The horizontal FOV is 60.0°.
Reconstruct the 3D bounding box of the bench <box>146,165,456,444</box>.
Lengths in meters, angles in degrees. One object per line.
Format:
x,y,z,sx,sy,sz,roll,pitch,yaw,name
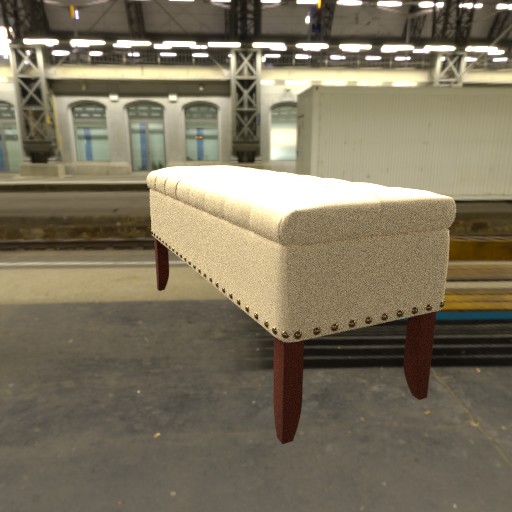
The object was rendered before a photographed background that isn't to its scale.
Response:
0.000,0.000,1.294,0.400,0.470,1.054,-7,16,-25,bench
